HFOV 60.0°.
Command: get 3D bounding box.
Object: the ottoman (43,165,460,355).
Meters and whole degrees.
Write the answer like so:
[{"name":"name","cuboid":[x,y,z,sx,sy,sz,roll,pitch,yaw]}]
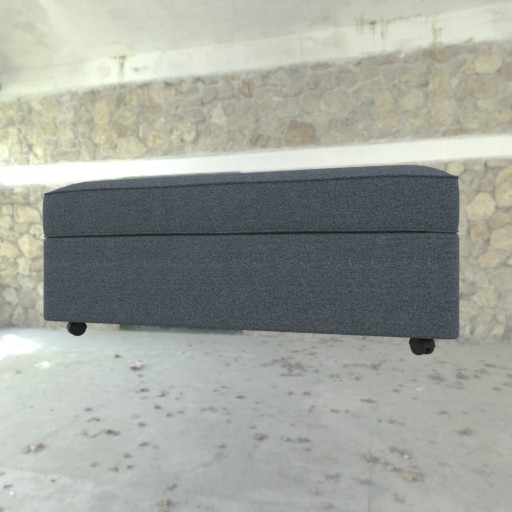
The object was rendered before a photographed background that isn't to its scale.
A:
[{"name":"ottoman","cuboid":[0.000,0.000,1.493,1.173,0.494,0.681,0,0,15]}]
